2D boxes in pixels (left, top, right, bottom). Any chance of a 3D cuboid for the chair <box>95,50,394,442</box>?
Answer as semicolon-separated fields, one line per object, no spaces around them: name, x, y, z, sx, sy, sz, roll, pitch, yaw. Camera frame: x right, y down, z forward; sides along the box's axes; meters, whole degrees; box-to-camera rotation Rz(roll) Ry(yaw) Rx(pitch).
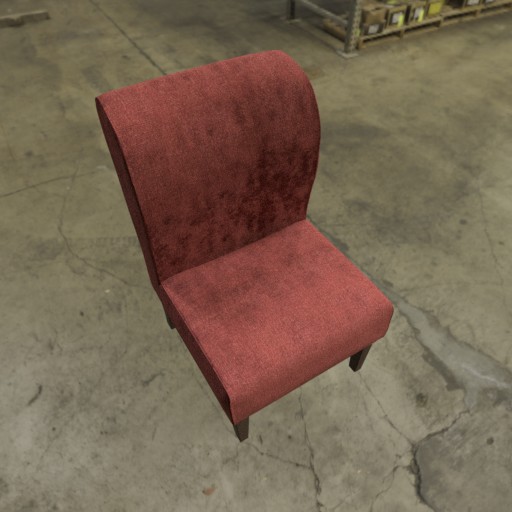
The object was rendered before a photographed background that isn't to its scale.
chair;0.000;0.000;1.251;0.538;0.846;0.640;-24;51;-21
